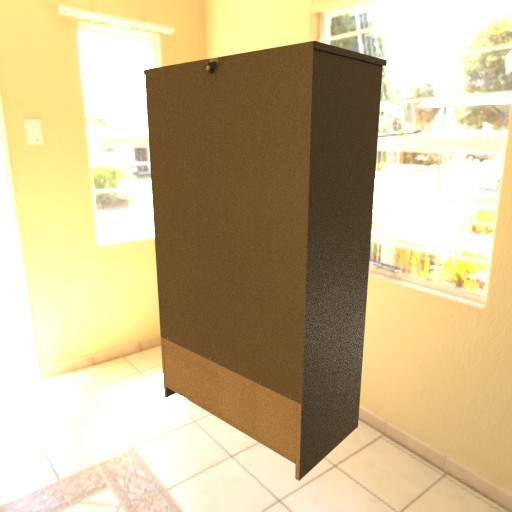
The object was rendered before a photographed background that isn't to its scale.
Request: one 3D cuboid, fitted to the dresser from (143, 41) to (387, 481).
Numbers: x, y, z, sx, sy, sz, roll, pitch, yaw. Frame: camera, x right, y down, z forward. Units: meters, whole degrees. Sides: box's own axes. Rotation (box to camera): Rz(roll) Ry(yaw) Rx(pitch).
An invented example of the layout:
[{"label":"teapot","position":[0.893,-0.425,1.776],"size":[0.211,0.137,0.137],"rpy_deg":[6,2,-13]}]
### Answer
[{"label":"dresser","position":[0.000,0.000,1.568],"size":[0.704,1.254,0.418],"rpy_deg":[13,20,40]}]
